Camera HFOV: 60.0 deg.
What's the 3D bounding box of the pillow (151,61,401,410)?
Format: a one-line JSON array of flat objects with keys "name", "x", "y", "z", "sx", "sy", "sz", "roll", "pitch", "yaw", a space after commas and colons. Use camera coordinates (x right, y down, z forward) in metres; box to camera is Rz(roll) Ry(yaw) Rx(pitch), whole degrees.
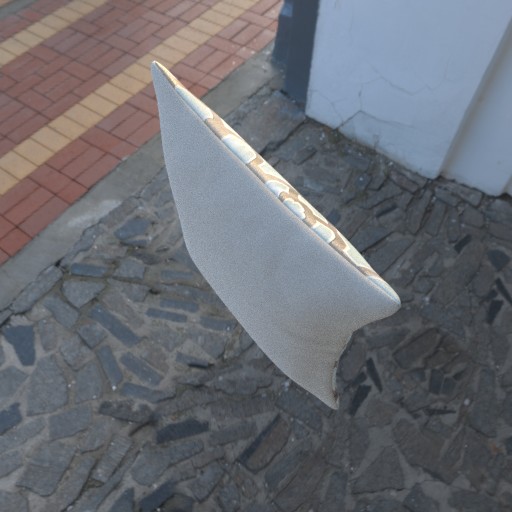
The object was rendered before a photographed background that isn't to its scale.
[{"name": "pillow", "x": 0.000, "y": 0.000, "z": 0.823, "sx": 0.166, "sy": 0.508, "sz": 0.552, "roll": -32, "pitch": 63, "yaw": -19}]
